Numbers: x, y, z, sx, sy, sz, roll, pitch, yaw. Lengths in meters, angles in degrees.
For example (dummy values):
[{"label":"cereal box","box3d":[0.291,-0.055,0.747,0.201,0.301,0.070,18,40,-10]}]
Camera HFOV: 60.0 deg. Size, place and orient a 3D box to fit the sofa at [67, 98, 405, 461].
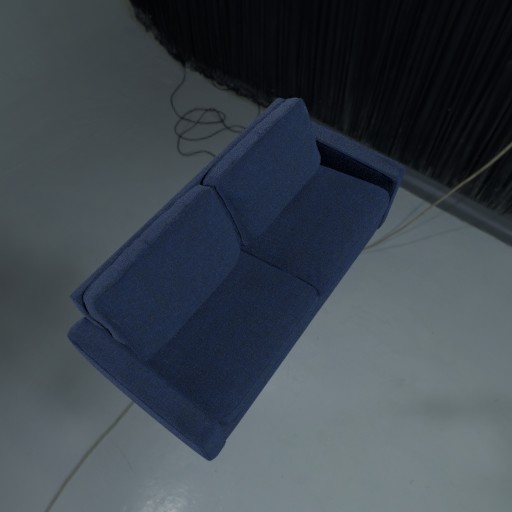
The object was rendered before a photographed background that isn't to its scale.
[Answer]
[{"label":"sofa","box3d":[0.000,0.000,2.648,0.940,0.919,2.080,32,64,18]}]
